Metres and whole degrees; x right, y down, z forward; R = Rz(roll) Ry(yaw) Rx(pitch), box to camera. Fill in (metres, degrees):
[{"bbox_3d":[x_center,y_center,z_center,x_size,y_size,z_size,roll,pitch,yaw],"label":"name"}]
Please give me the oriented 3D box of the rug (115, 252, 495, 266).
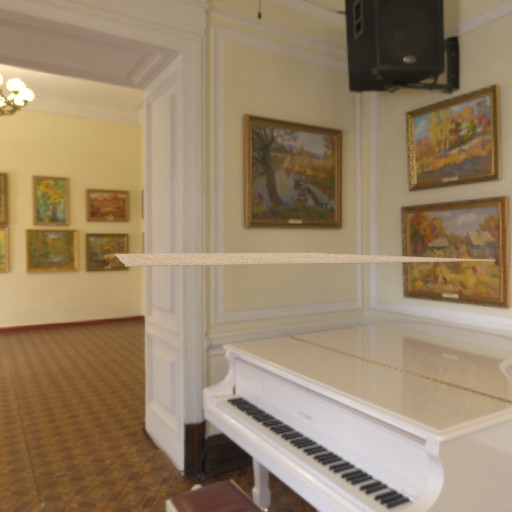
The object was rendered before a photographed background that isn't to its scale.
[{"bbox_3d":[0.000,0.000,4.095,2.448,0.021,3.051,0,1,-19],"label":"rug"}]
